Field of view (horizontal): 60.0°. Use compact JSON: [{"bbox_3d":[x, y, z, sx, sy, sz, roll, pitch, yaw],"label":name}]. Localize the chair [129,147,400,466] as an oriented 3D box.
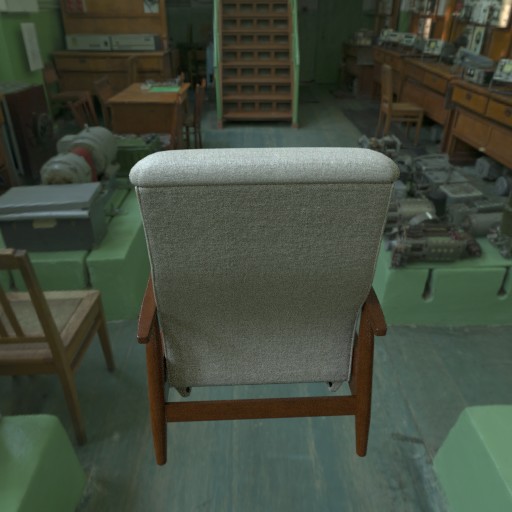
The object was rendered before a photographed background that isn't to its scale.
[{"bbox_3d":[0.000,0.000,1.695,0.762,1.082,1.014,-1,30,-2],"label":"chair"}]
